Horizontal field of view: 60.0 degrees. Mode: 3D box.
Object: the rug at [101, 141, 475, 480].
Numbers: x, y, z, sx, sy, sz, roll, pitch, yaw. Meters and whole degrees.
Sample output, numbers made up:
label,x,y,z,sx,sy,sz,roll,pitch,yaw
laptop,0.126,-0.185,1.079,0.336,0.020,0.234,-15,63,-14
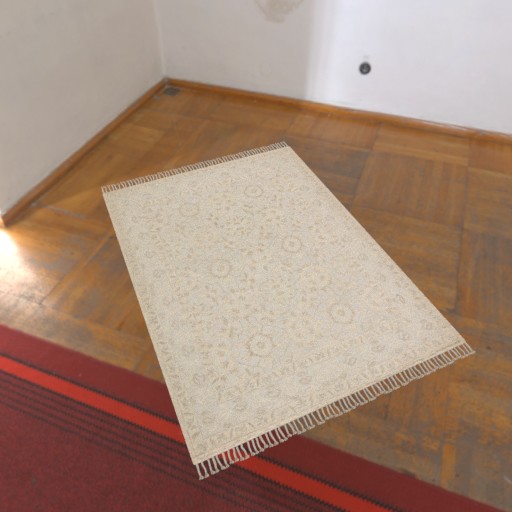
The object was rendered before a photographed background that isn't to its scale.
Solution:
label,x,y,z,sx,sy,sz,roll,pitch,yaw
rug,0.000,0.000,2.242,1.223,0.015,1.771,-18,49,-16
